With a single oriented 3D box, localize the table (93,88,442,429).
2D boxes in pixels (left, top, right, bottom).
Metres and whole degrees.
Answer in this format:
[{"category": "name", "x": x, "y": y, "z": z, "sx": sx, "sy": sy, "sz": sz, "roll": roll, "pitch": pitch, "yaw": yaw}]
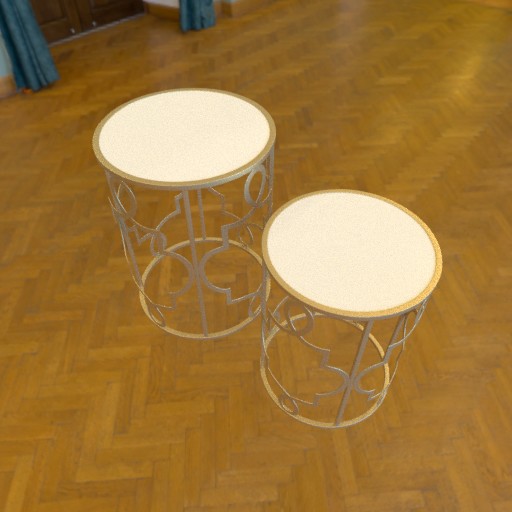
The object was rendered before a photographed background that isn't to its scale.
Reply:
[{"category": "table", "x": 0.000, "y": 0.000, "z": 1.142, "sx": 0.846, "sy": 0.564, "sz": 0.420, "roll": 31, "pitch": 54, "yaw": 26}]
